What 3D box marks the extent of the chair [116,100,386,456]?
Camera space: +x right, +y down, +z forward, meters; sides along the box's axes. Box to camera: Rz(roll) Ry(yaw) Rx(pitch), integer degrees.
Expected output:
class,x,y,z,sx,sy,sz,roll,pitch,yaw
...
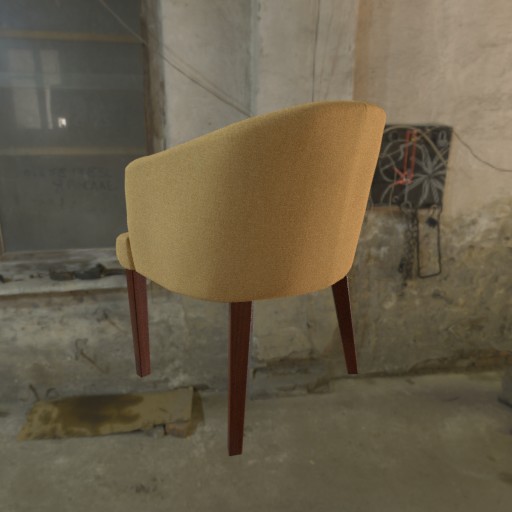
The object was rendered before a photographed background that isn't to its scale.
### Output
class,x,y,z,sx,sy,sz,roll,pitch,yaw
chair,0.000,0.000,1.263,0.583,0.811,0.655,-15,22,-43
